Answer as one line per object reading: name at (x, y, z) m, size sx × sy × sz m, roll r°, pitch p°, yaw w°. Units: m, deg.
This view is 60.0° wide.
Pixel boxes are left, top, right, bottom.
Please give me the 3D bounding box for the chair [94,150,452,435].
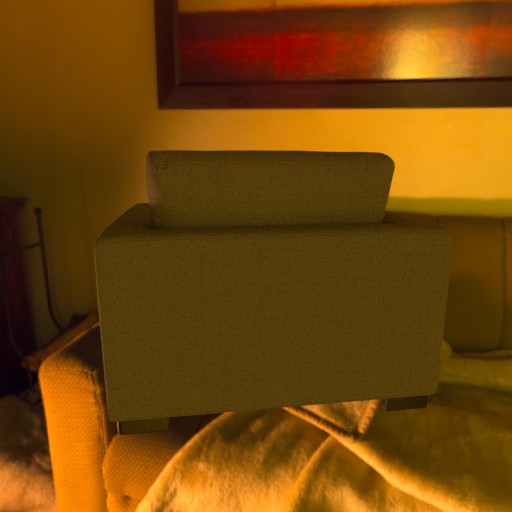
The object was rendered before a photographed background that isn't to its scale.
chair at (0.000, 0.000, 1.844) m, size 1.070 × 0.847 × 1.100 m, roll -2°, pitch 13°, yaw -8°
